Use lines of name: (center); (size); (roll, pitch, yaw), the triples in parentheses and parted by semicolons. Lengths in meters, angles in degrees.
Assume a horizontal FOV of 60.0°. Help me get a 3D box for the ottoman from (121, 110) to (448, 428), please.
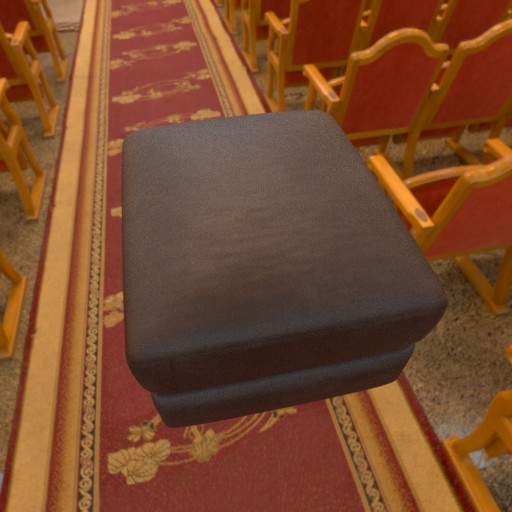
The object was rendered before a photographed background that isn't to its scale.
ottoman: (0.000, 0.000, 1.253); (0.670, 0.569, 0.806); (-9, 47, -8)
